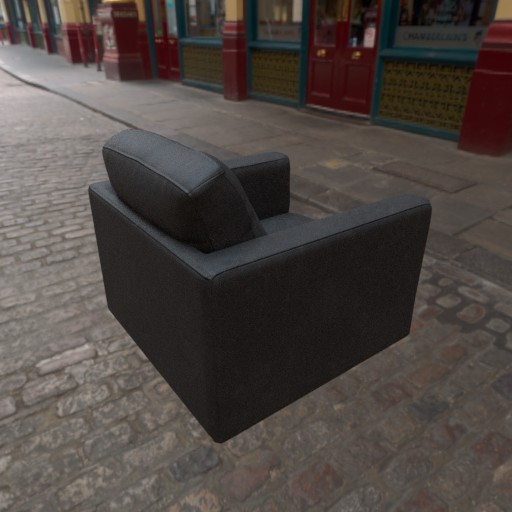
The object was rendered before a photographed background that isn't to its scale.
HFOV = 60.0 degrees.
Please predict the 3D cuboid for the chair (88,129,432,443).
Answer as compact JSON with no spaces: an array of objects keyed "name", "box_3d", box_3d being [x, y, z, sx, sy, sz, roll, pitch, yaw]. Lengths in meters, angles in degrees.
[{"name":"chair","box_3d":[0.000,0.000,1.581,0.879,0.898,0.831,-19,32,-32]}]
